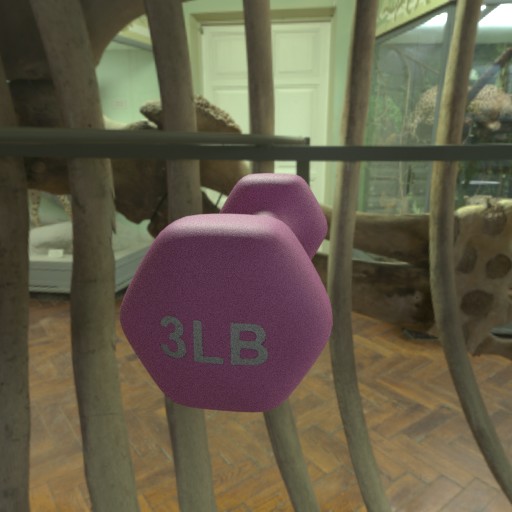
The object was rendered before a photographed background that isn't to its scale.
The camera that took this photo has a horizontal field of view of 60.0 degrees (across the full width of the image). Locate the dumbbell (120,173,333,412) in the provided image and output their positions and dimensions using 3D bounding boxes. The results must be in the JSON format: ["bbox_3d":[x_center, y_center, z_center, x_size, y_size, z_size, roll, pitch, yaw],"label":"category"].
[{"bbox_3d":[0.000,0.000,0.192,0.064,0.058,0.159,2,16,8],"label":"dumbbell"}]
